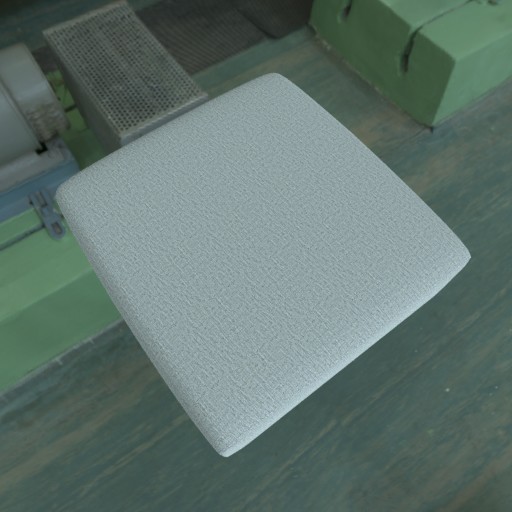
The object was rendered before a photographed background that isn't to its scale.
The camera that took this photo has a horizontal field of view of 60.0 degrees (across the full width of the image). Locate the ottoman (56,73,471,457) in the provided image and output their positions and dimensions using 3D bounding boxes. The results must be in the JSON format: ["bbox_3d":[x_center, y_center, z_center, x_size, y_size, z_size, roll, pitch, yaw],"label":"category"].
[{"bbox_3d":[0.000,0.000,1.054,0.649,0.398,0.650,-34,68,-15],"label":"ottoman"}]
